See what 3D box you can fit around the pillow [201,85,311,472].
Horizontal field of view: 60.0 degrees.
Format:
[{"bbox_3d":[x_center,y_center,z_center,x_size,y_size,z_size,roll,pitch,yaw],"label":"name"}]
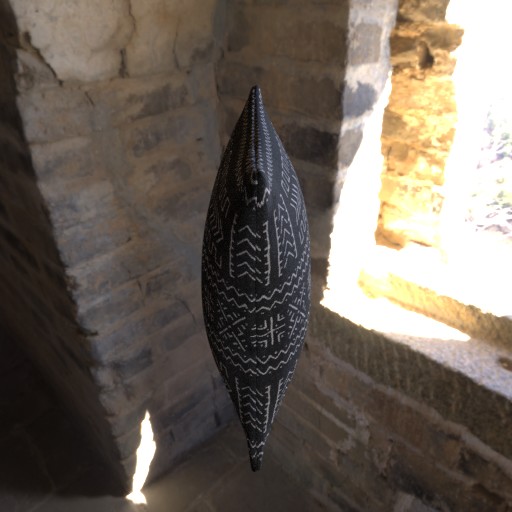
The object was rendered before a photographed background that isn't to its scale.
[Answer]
[{"bbox_3d":[0.000,0.000,0.678,0.164,0.430,0.438,0,31,0],"label":"pillow"}]
